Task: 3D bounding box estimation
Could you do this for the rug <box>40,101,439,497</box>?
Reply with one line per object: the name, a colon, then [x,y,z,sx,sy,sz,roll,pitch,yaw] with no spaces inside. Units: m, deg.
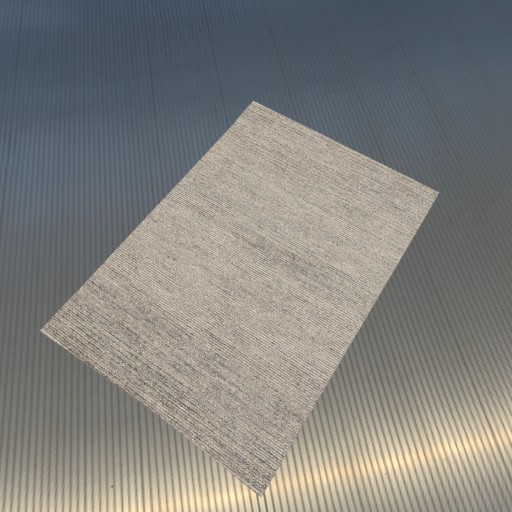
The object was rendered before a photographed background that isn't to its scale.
rug: [0.000,0.000,2.910,1.604,0.030,2.307,31,67,15]
